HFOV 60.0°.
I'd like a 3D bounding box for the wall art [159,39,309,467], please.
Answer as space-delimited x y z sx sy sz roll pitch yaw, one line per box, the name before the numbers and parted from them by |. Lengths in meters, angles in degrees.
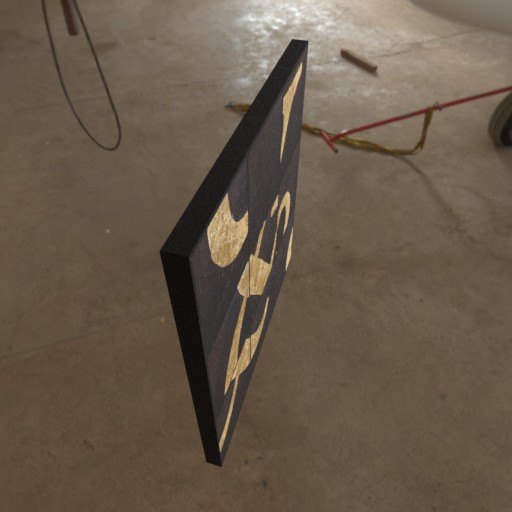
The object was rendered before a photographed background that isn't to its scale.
wall art | 0.000 0.000 1.095 0.044 0.758 0.758 12 47 11
